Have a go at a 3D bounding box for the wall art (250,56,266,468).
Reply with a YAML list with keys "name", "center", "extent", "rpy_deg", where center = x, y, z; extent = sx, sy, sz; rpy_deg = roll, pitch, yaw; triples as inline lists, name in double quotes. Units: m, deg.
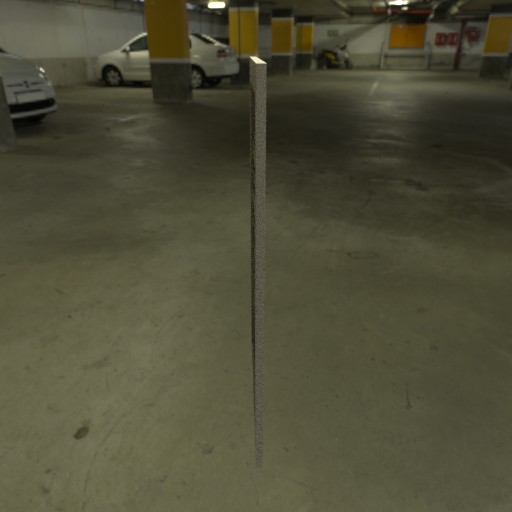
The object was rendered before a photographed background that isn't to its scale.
- name: "wall art"
  center: [0.000, 0.000, 0.841]
  extent: [0.013, 0.683, 0.380]
  rpy_deg: [-1, 25, -2]
